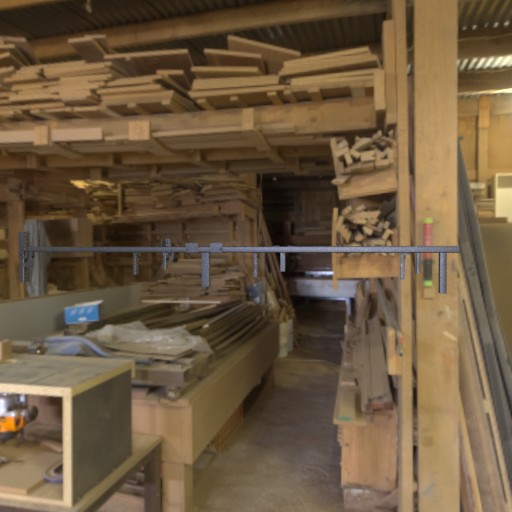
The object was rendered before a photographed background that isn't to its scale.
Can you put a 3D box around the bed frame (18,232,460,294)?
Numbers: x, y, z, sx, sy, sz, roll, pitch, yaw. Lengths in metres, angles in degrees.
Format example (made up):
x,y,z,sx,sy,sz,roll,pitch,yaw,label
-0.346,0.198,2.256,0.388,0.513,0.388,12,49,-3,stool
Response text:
x,y,z,sx,sy,sz,roll,pitch,yaw,label
0.000,0.000,2.604,1.990,0.248,1.498,0,1,17,bed frame
